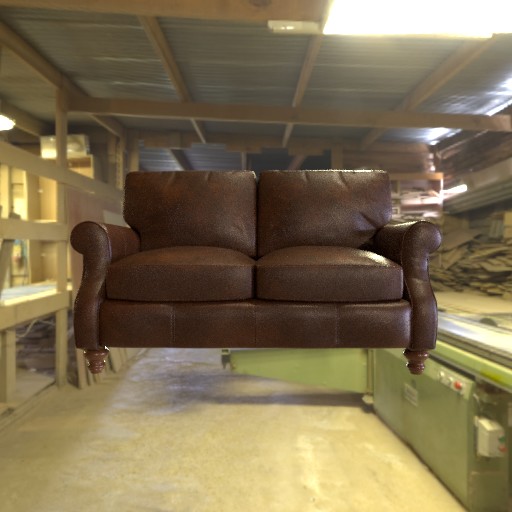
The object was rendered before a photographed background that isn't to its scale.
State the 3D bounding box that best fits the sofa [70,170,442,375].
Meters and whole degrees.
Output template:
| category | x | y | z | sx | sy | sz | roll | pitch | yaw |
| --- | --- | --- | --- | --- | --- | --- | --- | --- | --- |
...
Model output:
| category | x | y | z | sx | sy | sz | roll | pitch | yaw |
| --- | --- | --- | --- | --- | --- | --- | --- | --- | --- |
| sofa | 0.000 | 0.000 | 2.235 | 1.616 | 0.976 | 0.990 | 0 | 0 | 1 |
